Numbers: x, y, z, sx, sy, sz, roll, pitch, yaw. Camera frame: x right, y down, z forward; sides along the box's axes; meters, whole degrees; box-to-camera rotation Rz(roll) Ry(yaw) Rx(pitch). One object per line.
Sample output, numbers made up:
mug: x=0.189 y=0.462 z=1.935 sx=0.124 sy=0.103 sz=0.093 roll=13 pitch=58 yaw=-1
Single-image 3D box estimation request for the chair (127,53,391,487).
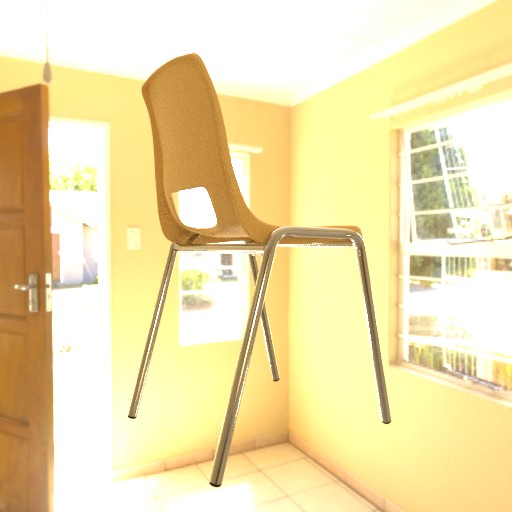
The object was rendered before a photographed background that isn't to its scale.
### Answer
chair: x=0.000 y=0.000 z=0.940 sx=0.436 sy=0.704 sz=0.381 roll=-1 pitch=2 yaw=-37
